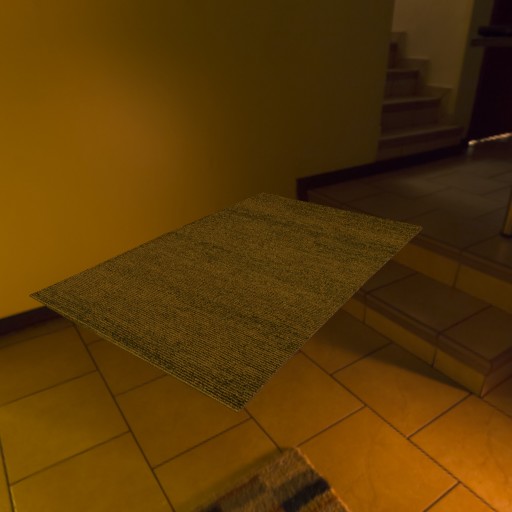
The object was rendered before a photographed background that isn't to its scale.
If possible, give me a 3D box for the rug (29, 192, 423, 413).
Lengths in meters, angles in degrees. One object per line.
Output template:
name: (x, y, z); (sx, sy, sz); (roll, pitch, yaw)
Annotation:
rug: (0.000, 0.000, 2.254); (1.145, 0.021, 1.777); (18, 31, 32)
